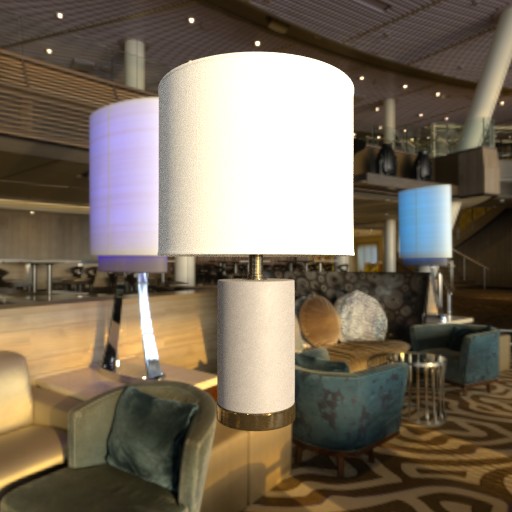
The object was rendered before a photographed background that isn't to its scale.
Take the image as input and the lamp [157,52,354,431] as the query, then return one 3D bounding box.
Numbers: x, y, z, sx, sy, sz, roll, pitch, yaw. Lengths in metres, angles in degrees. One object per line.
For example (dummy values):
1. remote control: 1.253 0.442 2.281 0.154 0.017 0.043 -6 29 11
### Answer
1. lamp: 0.000 0.000 0.527 0.229 0.380 0.229 0 -1 0
